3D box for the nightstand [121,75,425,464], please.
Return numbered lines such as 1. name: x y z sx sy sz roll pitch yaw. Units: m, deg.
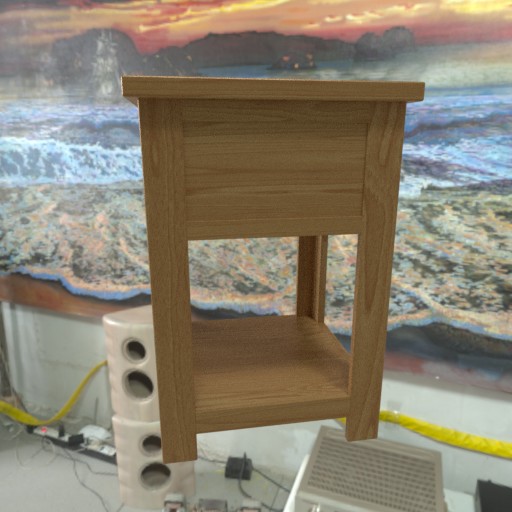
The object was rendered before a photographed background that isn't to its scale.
1. nightstand: 0.000 0.000 0.885 0.428 0.614 0.418 -3 15 -10
